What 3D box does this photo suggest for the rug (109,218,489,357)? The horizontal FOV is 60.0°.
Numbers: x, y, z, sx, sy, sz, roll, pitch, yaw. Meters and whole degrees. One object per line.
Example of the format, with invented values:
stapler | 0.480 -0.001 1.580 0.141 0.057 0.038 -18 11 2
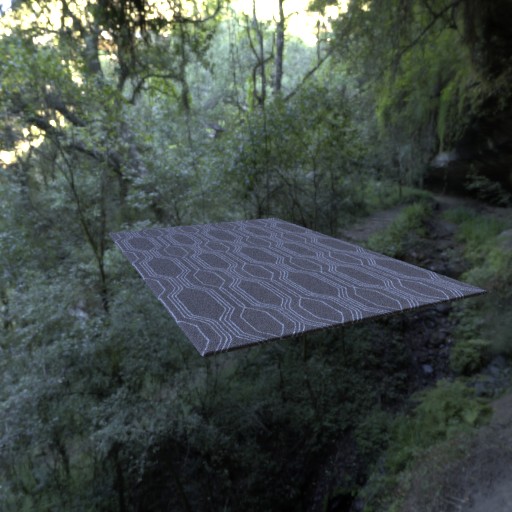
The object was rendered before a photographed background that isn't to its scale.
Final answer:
rug | 0.000 0.000 2.346 1.239 0.012 1.836 -7 17 -25
